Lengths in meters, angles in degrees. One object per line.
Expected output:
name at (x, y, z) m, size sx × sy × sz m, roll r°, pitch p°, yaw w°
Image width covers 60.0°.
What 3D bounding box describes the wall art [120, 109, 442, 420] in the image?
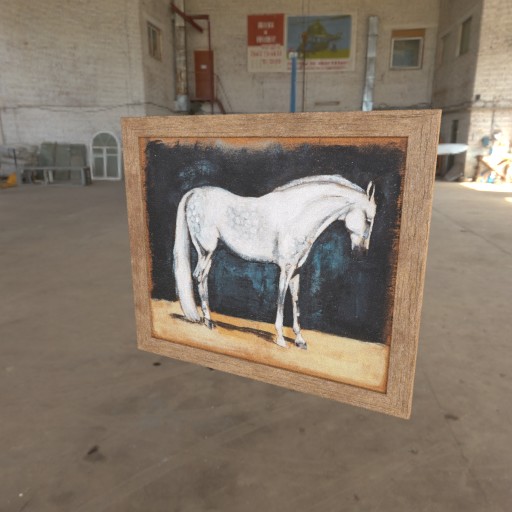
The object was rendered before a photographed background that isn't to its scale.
wall art at (0.000, 0.000, 0.964) m, size 0.690 × 0.588 × 0.026 m, roll 7°, pitch 17°, yaw 25°
